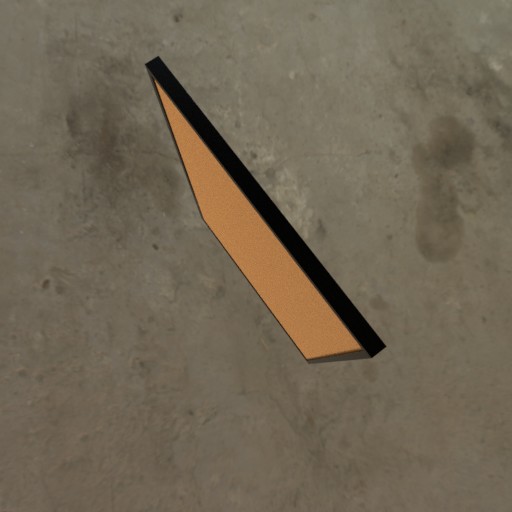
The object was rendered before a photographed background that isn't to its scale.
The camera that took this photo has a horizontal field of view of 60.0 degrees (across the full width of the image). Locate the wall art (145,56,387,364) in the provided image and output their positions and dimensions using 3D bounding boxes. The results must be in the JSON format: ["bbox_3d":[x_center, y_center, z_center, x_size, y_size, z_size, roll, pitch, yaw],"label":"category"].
[{"bbox_3d":[0.000,0.000,1.442,0.040,1.062,0.805,-35,78,-8],"label":"wall art"}]
